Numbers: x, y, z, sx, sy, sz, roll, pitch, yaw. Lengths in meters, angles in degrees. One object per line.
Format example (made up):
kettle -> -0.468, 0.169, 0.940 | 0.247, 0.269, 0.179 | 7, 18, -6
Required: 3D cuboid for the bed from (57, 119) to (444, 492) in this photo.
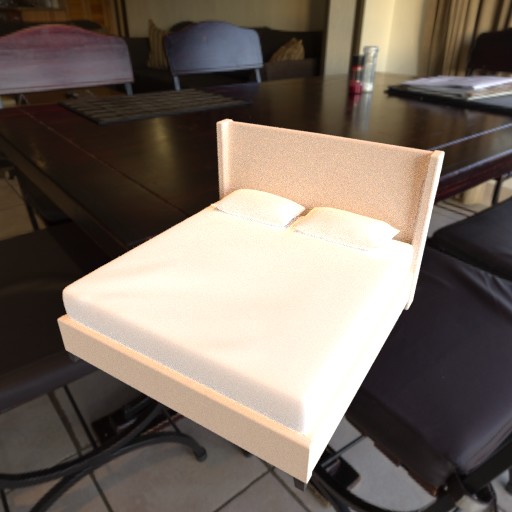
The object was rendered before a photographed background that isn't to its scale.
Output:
bed -> 0.000, 0.000, 3.559 | 2.145, 1.471, 2.293 | 17, 34, 27
